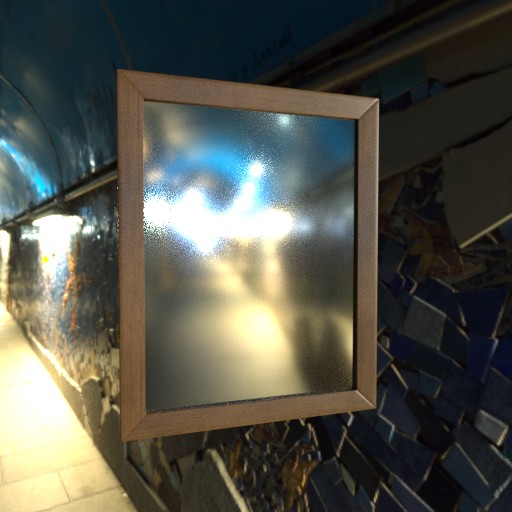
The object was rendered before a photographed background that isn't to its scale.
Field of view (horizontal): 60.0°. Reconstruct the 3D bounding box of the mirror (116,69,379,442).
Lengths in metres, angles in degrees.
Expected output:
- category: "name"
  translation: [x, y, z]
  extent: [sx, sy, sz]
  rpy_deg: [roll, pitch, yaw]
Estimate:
- category: "mirror"
  translation: [0.000, 0.000, 0.683]
  extent: [0.405, 0.508, 0.041]
  rpy_deg: [-1, 2, -18]
